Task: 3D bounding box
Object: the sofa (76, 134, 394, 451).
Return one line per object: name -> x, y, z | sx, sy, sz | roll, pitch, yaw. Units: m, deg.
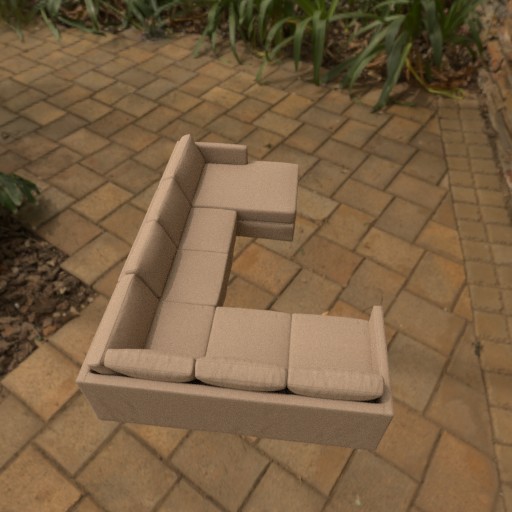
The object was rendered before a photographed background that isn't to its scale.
sofa -> 0.000, 0.000, 4.669 | 2.427, 0.882, 3.460 | 5, 46, 4
